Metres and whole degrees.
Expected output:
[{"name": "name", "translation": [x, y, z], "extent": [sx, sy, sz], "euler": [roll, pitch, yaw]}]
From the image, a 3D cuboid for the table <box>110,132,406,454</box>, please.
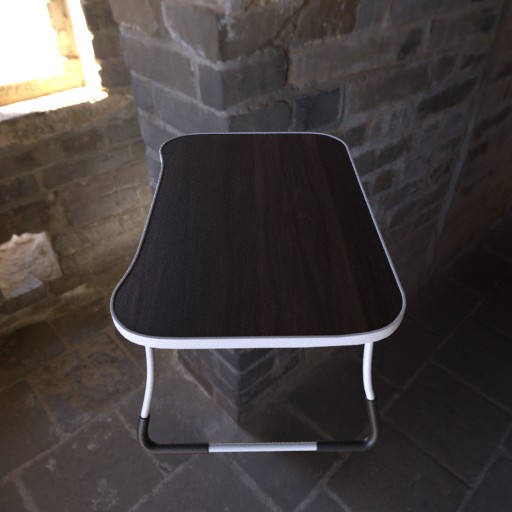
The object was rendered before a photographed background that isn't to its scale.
[{"name": "table", "translation": [0.000, 0.000, 0.849], "extent": [0.400, 0.232, 0.660], "euler": [-1, 40, -1]}]
